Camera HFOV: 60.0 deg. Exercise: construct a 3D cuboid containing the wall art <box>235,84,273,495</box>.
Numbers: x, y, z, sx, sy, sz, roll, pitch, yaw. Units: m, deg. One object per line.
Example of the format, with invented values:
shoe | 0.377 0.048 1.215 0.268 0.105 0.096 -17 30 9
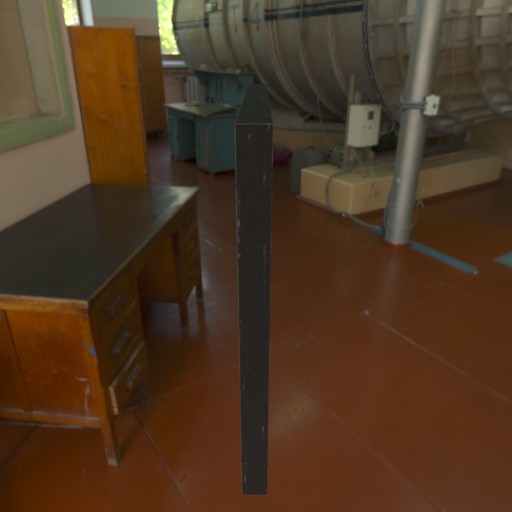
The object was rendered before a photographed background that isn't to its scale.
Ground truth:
wall art | 0.000 0.000 0.745 0.036 0.506 0.506 0 25 0
